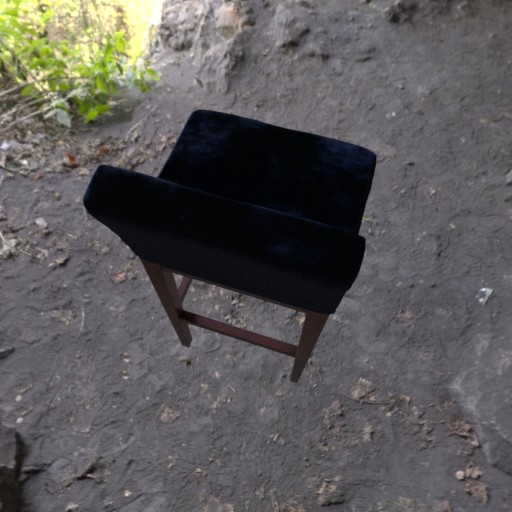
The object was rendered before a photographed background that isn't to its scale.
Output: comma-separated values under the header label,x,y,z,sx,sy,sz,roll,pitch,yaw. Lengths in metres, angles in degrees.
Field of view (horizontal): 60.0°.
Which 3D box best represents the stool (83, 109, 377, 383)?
label,x,y,z,sx,sy,sz,roll,pitch,yaw
stool,0.000,0.000,1.298,0.511,1.037,0.500,16,64,8
